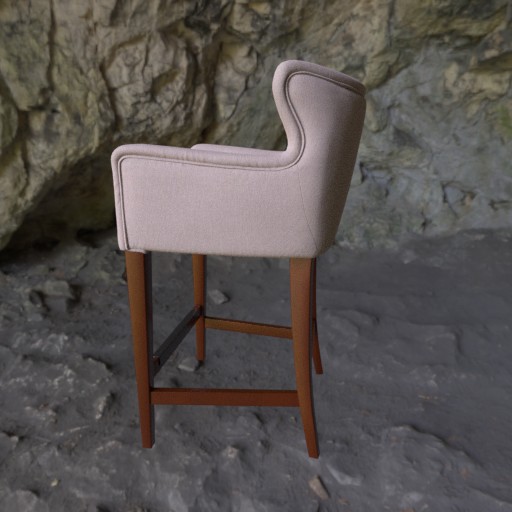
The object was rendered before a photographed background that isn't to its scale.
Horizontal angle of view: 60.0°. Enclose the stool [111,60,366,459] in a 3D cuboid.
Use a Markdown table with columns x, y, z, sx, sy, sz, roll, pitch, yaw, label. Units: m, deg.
| x | y | z | sx | sy | sz | roll | pitch | yaw | label |
| --- | --- | --- | --- | --- | --- | --- | --- | --- | --- |
| 0.000 | 0.000 | 1.280 | 0.570 | 0.951 | 0.601 | 2 | 14 | 9 | stool |
